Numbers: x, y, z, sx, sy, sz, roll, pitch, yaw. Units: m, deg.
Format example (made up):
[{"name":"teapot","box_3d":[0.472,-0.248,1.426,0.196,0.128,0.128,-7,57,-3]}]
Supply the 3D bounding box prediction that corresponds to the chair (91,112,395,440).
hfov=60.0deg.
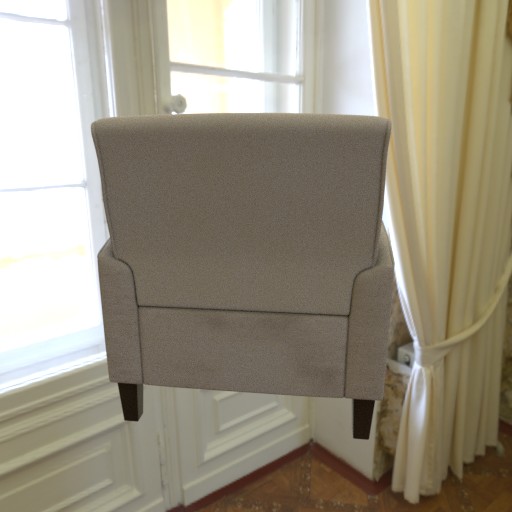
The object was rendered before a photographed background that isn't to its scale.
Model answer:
[{"name":"chair","box_3d":[0.000,0.000,1.544,0.820,0.915,0.821,2,15,7]}]
